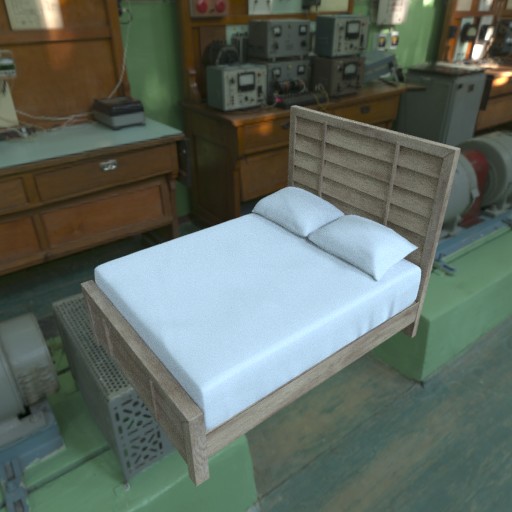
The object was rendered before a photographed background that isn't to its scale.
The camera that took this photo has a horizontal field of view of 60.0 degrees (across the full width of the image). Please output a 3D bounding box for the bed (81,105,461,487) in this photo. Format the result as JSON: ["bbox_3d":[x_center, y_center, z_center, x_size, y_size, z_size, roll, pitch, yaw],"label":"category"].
[{"bbox_3d":[0.000,0.000,3.334,2.197,1.626,1.626,-22,37,-32],"label":"bed"}]
